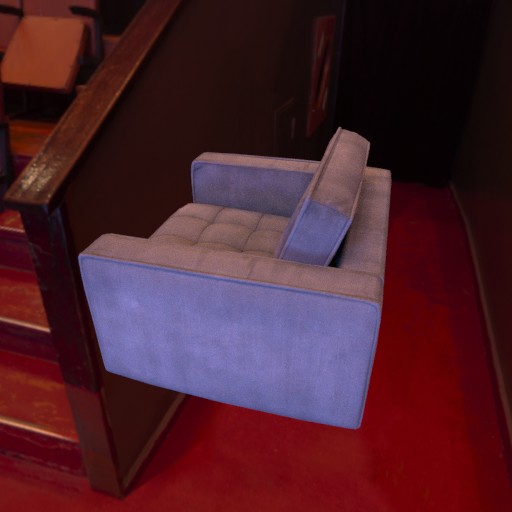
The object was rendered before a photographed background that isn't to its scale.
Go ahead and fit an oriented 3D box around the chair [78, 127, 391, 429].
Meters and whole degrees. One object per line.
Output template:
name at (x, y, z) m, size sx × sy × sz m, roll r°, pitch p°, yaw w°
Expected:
chair at (0.000, 0.000, 1.535) m, size 0.843 × 0.773 × 0.928 m, roll 8°, pitch 32°, yaw 14°
